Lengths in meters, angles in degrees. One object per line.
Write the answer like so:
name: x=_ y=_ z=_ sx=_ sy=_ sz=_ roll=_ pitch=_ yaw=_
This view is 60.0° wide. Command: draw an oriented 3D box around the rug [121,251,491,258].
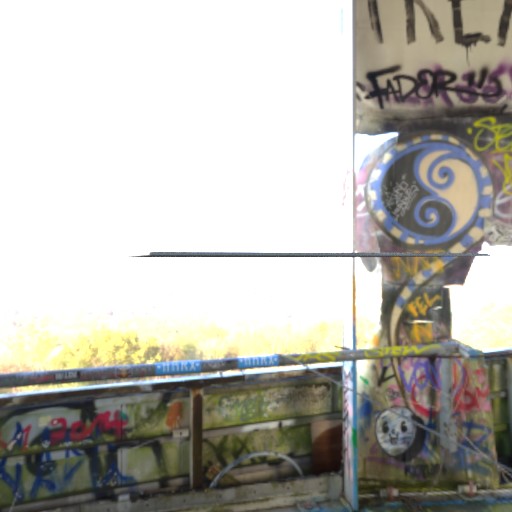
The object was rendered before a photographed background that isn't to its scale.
rug: x=0.000 y=0.000 z=2.870 sx=1.578 sy=0.014 sz=2.206 roll=0 pitch=0 yaw=-19
